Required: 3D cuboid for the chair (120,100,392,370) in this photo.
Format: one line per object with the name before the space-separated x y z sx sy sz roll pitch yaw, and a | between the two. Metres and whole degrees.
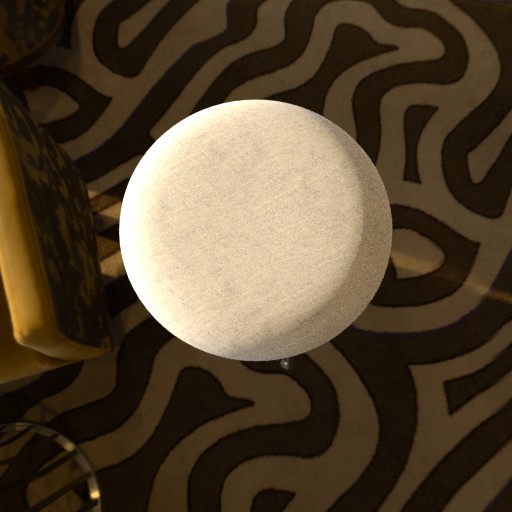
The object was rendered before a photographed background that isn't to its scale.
chair | 0.000 0.000 0.659 0.350 0.386 0.350 -20 77 -5
